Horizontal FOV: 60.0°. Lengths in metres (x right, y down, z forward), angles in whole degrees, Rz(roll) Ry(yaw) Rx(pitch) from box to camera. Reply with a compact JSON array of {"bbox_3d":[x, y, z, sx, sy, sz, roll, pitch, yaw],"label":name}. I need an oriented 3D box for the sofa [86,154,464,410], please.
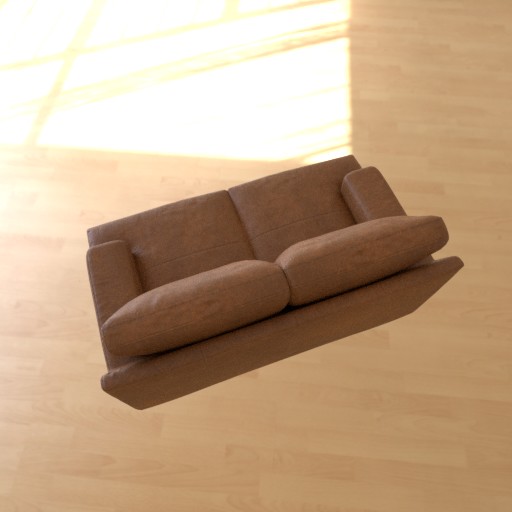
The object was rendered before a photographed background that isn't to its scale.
[{"bbox_3d":[0.000,0.000,2.549,1.880,0.966,1.144,-17,61,-10],"label":"sofa"}]
